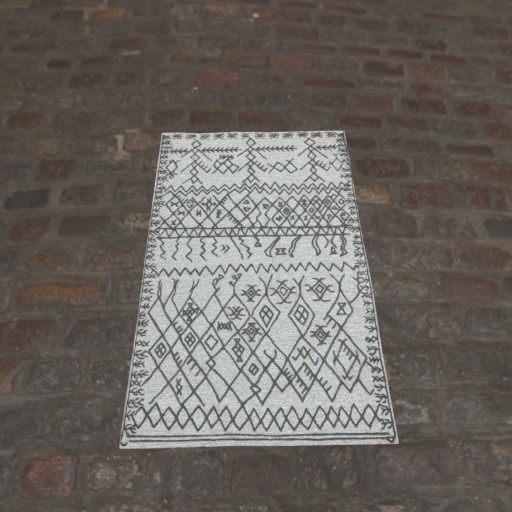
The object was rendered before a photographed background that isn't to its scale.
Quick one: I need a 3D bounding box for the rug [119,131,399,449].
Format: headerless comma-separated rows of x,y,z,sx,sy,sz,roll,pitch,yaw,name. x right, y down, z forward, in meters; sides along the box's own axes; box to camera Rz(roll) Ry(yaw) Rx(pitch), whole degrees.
0.000,0.000,4.792,2.393,0.019,3.824,-1,58,-1,rug
